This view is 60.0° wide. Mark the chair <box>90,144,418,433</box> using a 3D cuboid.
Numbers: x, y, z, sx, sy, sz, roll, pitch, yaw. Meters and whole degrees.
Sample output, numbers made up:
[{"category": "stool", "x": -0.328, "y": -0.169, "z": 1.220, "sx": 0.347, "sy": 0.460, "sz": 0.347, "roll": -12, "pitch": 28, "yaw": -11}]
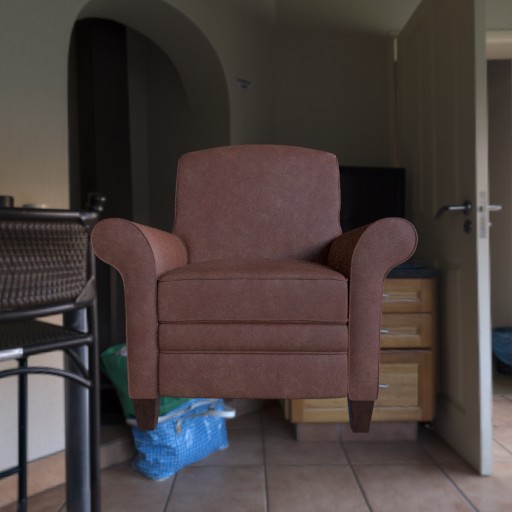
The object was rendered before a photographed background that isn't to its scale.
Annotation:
[{"category": "chair", "x": 0.000, "y": 0.000, "z": 1.754, "sx": 0.978, "sy": 1.061, "sz": 0.902, "roll": 0, "pitch": 1, "yaw": 1}]
